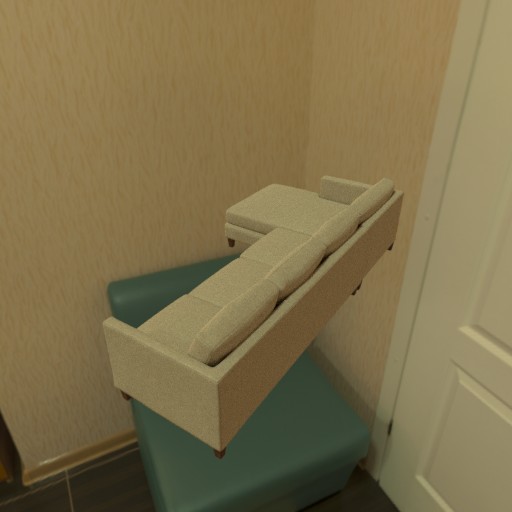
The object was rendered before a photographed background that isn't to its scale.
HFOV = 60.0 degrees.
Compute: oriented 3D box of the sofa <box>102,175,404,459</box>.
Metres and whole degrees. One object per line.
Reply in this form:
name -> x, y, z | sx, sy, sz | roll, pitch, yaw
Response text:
sofa -> 0.000, 0.000, 3.982 | 1.625, 0.846, 3.186 | 19, 35, 29
